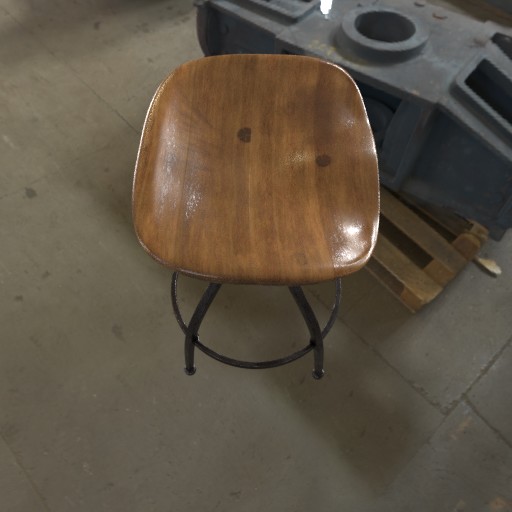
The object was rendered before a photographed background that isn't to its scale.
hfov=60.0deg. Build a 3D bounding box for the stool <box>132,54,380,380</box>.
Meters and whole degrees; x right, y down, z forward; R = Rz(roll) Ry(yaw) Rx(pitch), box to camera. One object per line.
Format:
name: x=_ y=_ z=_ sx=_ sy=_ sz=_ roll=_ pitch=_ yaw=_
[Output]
stool: x=0.000 y=0.000 z=0.972 sx=0.424 sy=0.694 sz=0.432 roll=2 pitch=62 yaw=1
